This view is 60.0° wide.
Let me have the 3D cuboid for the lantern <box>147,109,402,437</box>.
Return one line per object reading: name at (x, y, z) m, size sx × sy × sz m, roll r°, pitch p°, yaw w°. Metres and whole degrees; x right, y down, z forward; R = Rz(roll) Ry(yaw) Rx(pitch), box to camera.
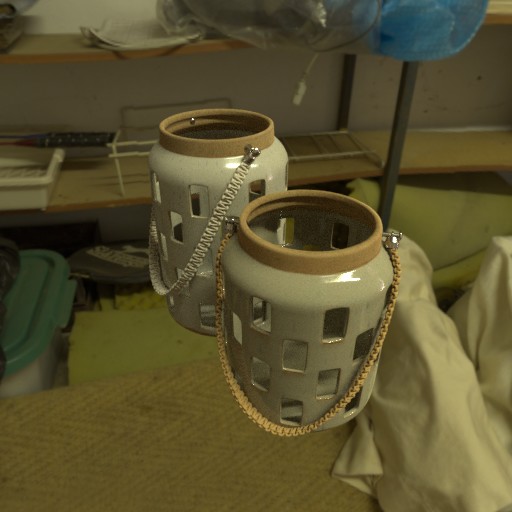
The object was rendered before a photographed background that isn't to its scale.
lantern at (0.000, 0.000, 0.500) m, size 0.184 × 0.255 × 0.347 m, roll -20°, pitch 37°, yaw -28°
